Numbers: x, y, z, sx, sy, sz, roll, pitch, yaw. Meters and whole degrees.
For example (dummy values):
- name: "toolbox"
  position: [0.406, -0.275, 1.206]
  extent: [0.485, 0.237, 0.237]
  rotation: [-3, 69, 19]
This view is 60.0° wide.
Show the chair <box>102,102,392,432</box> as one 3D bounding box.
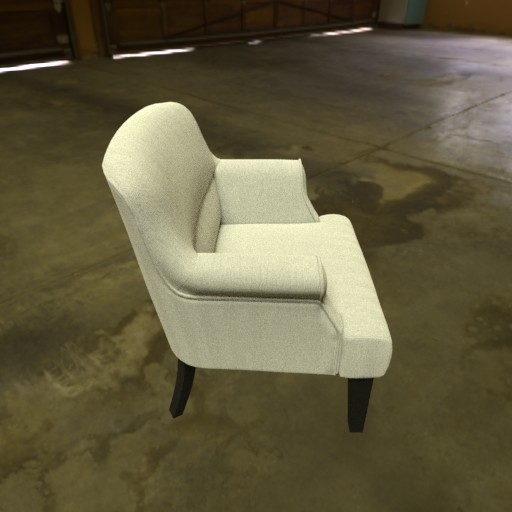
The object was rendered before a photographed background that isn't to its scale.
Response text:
- name: "chair"
  position: [0.000, 0.000, 1.448]
  extent: [0.750, 0.875, 0.781]
  rotation: [0, 32, 1]
